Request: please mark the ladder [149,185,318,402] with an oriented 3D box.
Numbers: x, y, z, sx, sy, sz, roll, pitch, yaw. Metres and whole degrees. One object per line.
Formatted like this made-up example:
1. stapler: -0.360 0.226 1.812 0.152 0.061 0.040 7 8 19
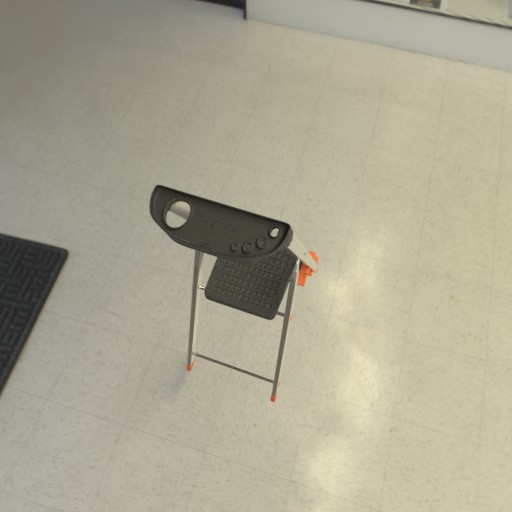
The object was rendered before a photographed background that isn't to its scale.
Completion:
1. ladder: 0.000 0.000 1.521 0.416 1.229 0.686 18 65 9
